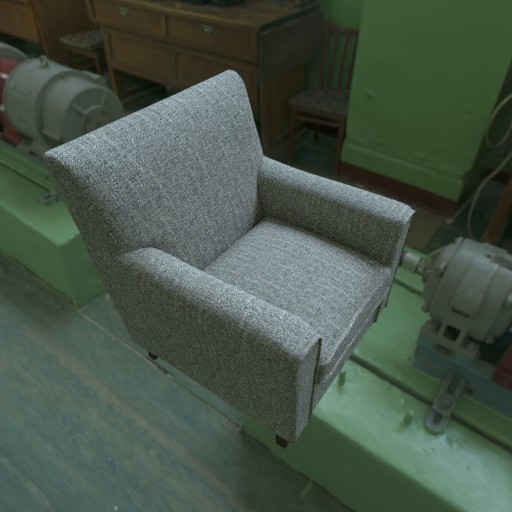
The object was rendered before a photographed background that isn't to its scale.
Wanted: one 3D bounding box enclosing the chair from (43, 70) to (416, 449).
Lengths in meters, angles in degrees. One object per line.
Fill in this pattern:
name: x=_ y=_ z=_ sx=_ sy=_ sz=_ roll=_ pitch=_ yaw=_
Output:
chair: x=0.000 y=0.000 z=1.607 sx=0.873 sy=0.928 sz=0.864 roll=25 pitch=47 yaw=26
